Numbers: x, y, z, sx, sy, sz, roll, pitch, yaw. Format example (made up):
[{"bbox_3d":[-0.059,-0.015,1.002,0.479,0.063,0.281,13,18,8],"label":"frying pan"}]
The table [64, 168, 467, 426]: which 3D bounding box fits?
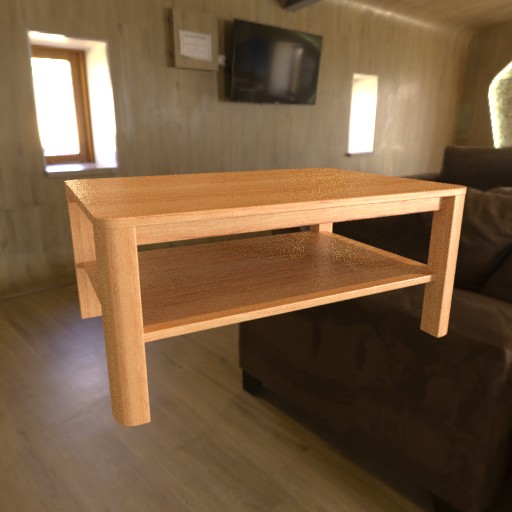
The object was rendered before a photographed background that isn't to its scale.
[{"bbox_3d":[0.000,0.000,1.368,0.997,0.445,0.696,-8,18,-26],"label":"table"}]
